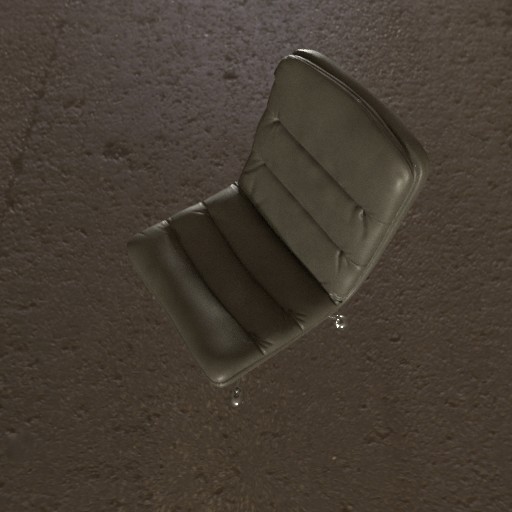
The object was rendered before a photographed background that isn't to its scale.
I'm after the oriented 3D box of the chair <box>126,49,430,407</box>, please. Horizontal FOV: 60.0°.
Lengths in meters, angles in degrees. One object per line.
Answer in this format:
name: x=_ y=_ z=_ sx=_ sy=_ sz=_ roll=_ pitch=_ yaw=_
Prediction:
chair: x=0.000 y=0.000 z=1.021 sx=0.485 sy=0.738 sz=0.422 roll=-33 pitch=69 yaw=-15
